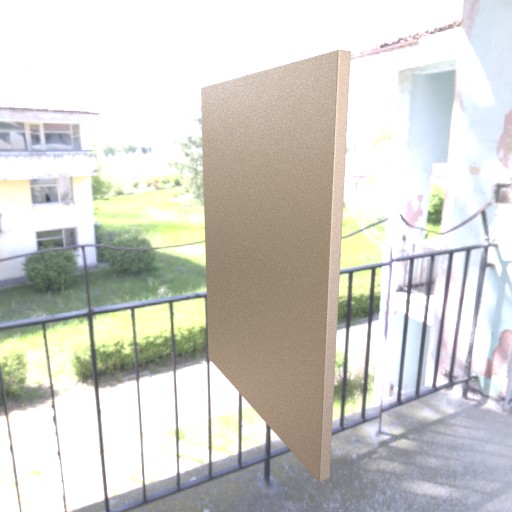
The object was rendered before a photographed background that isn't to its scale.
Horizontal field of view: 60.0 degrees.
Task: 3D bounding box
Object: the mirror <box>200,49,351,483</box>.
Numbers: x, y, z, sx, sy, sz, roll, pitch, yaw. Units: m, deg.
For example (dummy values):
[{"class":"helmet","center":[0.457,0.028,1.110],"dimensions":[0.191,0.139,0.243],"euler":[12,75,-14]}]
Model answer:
[{"class":"mirror","center":[0.000,0.000,1.334],"dimensions":[0.032,1.023,0.756],"euler":[-8,17,-27]}]
